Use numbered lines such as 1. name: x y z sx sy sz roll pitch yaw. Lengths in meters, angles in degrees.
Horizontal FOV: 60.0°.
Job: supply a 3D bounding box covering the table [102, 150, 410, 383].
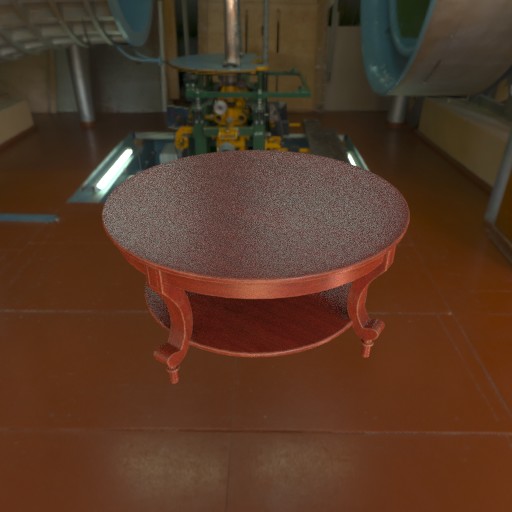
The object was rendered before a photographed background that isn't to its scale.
1. table: 0.000 0.000 1.662 1.029 0.486 1.029 0 31 0
